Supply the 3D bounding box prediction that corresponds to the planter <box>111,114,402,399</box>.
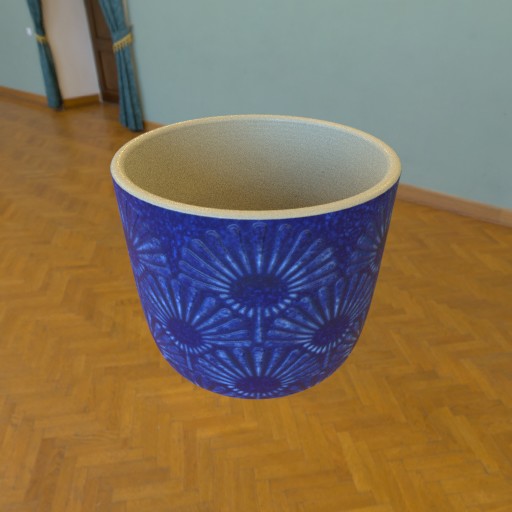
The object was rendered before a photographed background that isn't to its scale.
[{"bbox_3d":[0.000,0.000,0.224,0.124,0.109,0.124,0,32,0],"label":"planter"}]
